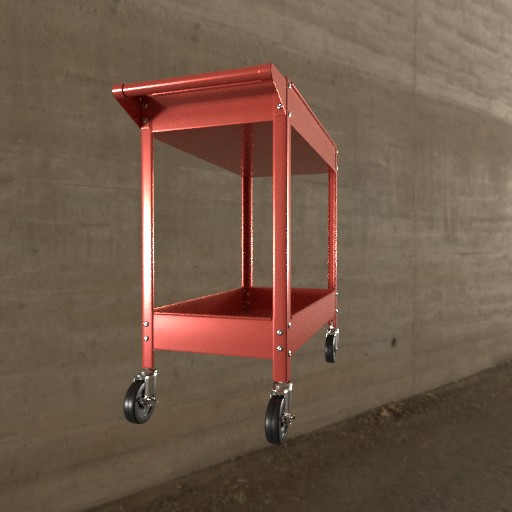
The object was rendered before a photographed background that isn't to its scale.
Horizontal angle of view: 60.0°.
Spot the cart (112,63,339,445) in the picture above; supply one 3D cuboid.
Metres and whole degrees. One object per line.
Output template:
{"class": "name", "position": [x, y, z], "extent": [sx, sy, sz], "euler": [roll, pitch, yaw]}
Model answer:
{"class": "cart", "position": [0.000, 0.000, 1.201], "extent": [0.366, 0.719, 0.779], "euler": [0, 1, 19]}
